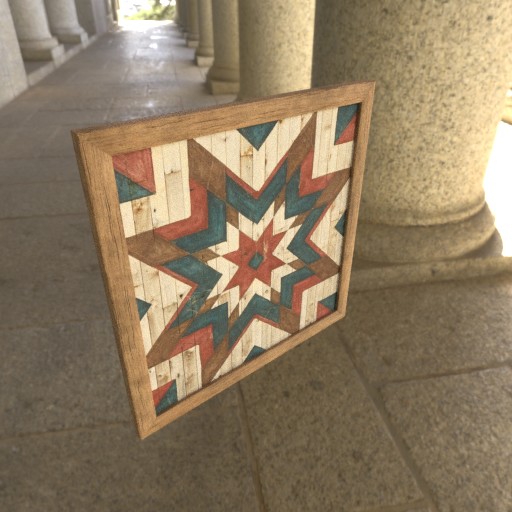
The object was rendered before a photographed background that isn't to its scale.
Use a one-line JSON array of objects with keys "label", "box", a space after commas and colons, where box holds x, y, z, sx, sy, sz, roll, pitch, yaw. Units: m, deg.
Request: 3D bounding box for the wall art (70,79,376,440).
[{"label": "wall art", "box": [0.000, 0.000, 1.019, 0.695, 0.691, 0.029, -23, 38, -33]}]
